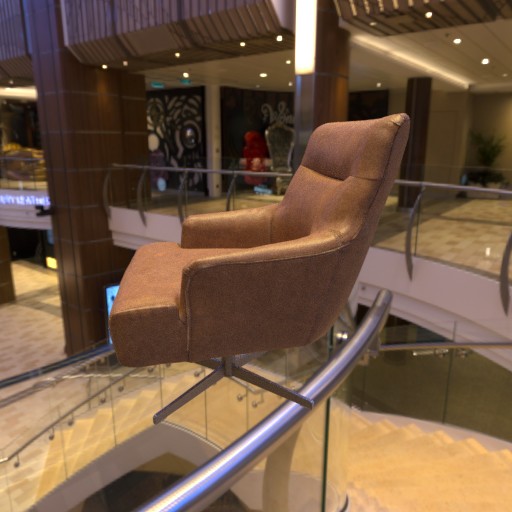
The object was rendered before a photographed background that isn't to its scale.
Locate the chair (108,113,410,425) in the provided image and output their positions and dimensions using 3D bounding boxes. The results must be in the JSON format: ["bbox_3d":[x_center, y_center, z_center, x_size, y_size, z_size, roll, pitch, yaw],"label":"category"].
[{"bbox_3d":[0.000,0.000,1.461,0.874,0.869,0.729,-2,15,-9],"label":"chair"}]
